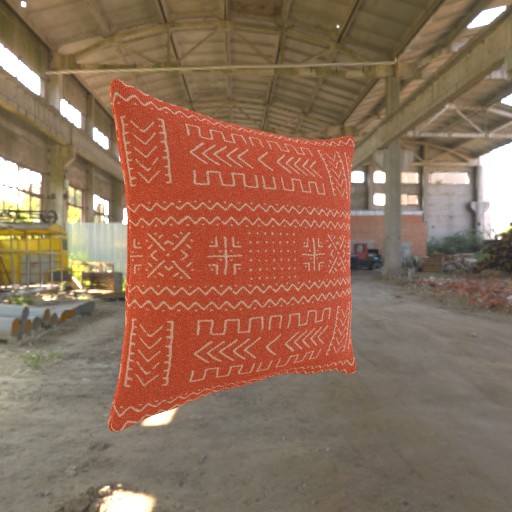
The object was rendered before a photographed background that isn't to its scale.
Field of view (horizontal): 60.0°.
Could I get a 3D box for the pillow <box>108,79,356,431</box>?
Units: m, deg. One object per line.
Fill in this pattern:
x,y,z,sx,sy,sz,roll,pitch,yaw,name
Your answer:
0.000,0.000,0.663,0.438,0.429,0.164,0,0,-36,pillow
